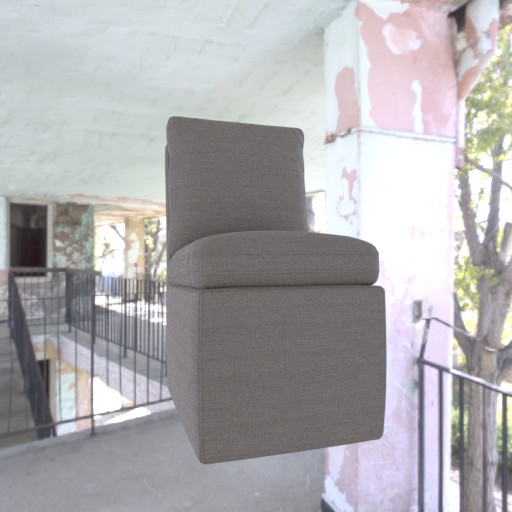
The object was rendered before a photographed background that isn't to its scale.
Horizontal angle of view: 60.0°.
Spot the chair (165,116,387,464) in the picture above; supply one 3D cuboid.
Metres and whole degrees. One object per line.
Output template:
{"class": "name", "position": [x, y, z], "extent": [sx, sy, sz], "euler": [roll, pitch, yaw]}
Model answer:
{"class": "chair", "position": [0.000, 0.000, 1.352], "extent": [0.503, 0.927, 0.698], "euler": [0, 0, -18]}
